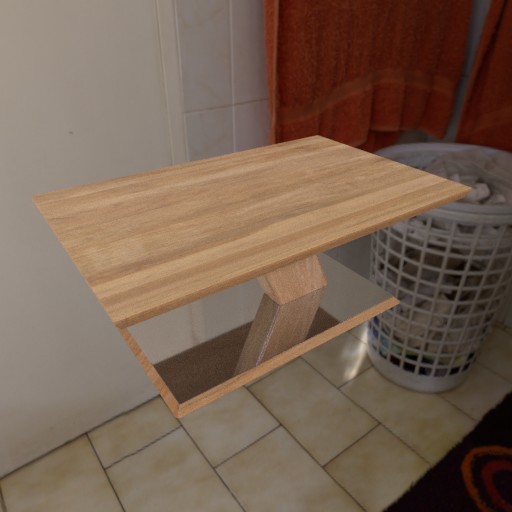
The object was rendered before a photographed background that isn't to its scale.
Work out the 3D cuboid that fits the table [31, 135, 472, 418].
[{"bbox_3d":[0.000,0.000,1.416,1.100,0.441,0.692,-20,36,-29],"label":"table"}]
